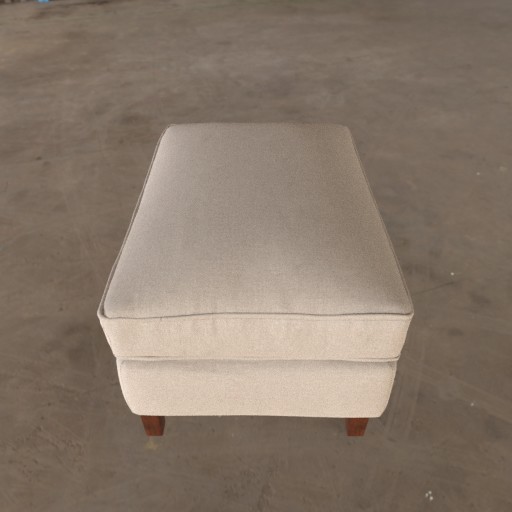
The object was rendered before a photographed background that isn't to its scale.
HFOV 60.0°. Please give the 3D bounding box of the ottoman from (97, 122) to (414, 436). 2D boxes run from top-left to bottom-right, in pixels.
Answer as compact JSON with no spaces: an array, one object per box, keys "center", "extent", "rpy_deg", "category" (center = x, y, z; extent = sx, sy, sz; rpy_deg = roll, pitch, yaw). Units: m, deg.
[{"center":[0.000,0.000,0.978],"extent":[0.501,0.456,0.665],"rpy_deg":[0,40,0],"category":"ottoman"}]
